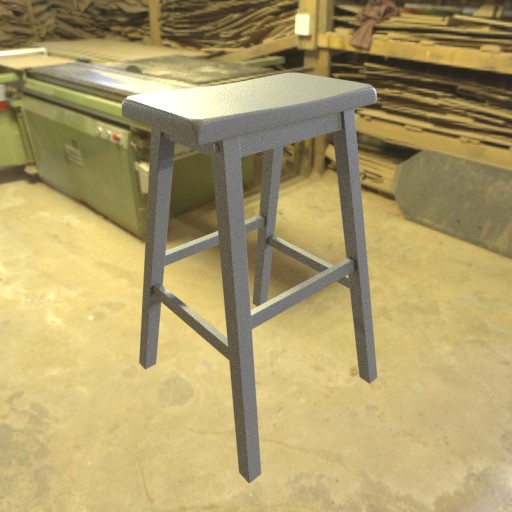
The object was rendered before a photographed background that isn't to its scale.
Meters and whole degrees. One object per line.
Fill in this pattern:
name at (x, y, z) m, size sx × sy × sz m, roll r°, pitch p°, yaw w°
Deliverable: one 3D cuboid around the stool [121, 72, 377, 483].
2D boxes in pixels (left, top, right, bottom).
stool at (0.000, 0.000, 1.036) m, size 0.457 × 0.737 × 0.476 m, roll -24°, pitch 38°, yaw -35°
